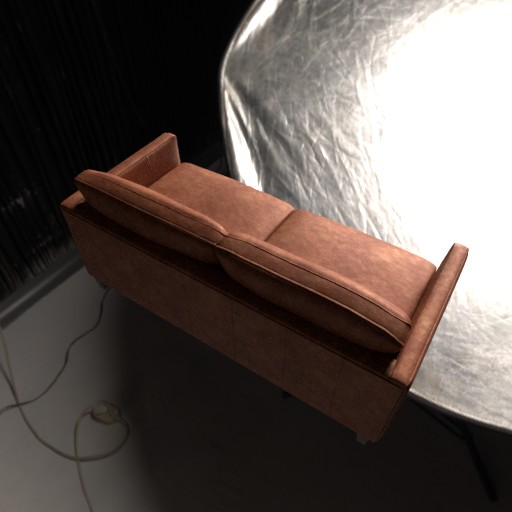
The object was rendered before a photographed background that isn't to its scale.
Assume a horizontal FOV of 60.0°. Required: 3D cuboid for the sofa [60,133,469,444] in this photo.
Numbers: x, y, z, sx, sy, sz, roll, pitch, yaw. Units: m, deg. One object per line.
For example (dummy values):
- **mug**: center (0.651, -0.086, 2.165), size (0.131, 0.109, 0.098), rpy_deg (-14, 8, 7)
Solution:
- **sofa**: center (0.000, 0.000, 2.458), size (1.971, 0.863, 0.923), rpy_deg (25, 51, 22)
